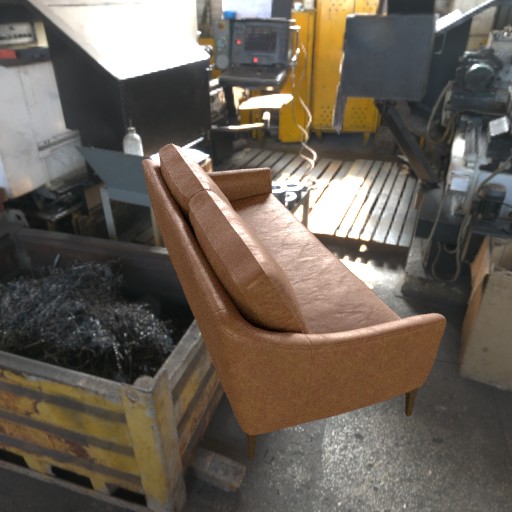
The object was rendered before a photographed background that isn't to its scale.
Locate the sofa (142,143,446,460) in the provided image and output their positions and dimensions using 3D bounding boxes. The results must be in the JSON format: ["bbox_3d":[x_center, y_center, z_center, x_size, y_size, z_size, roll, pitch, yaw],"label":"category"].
[{"bbox_3d":[0.000,0.000,2.588,0.981,0.945,2.036,-11,33,-18],"label":"sofa"}]
